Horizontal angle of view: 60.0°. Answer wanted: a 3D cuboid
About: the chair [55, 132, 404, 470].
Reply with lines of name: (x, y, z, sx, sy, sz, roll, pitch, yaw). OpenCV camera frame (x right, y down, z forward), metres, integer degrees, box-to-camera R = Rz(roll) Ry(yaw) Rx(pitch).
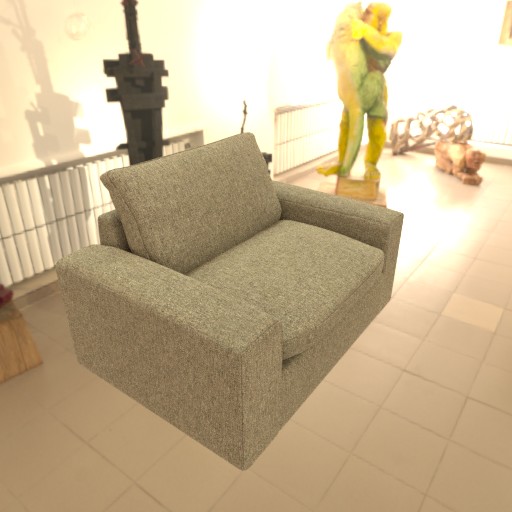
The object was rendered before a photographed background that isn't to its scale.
chair: (0.000, 0.000, 2.091, 1.039, 0.915, 1.398, 18, 33, 32)
